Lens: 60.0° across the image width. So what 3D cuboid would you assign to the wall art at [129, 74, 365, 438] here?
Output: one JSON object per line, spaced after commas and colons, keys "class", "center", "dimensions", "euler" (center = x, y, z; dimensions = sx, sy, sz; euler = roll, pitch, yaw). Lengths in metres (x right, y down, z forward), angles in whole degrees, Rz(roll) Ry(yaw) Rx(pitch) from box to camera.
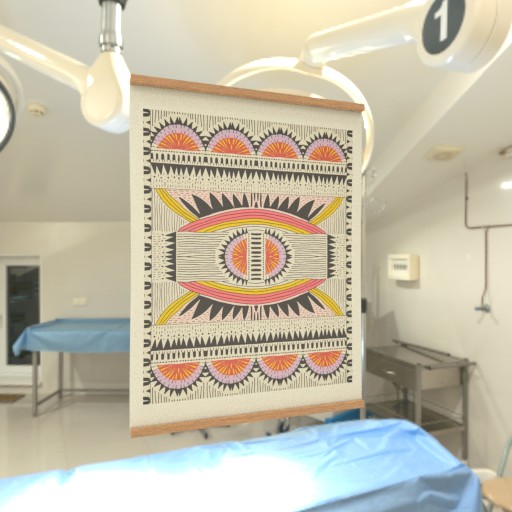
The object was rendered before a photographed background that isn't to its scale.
{"class": "wall art", "center": [0.000, 0.000, 0.830], "dimensions": [0.456, 0.609, 0.028], "euler": [0, 0, -19]}
